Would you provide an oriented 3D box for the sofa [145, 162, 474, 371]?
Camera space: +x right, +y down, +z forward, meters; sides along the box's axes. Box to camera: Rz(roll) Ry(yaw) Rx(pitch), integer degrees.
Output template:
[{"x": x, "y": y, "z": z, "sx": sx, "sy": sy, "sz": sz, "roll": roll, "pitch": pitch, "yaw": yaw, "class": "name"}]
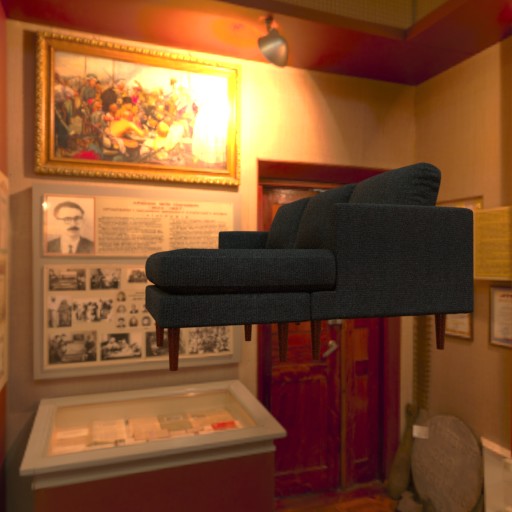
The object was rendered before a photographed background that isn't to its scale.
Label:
[{"x": 0.000, "y": 0.000, "z": 2.969, "sx": 1.504, "sy": 0.956, "sz": 2.233, "roll": 0, "pitch": 0, "yaw": -18, "class": "sofa"}]
